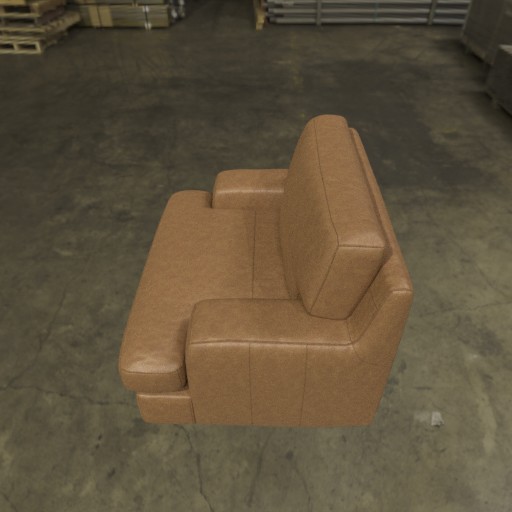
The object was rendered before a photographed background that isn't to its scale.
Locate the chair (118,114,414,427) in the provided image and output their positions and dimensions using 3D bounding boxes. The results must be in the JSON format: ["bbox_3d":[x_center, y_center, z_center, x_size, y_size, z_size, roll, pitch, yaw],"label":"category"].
[{"bbox_3d":[0.000,0.000,2.039,1.050,0.978,1.276,1,40,1],"label":"chair"}]
